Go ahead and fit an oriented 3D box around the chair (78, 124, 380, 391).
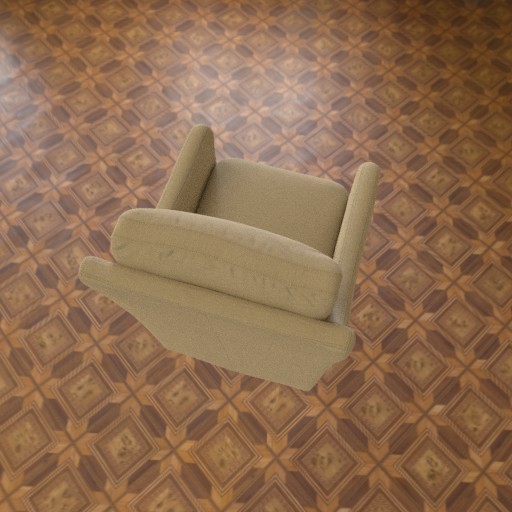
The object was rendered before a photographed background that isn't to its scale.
[{"bbox_3d":[0.000,0.000,1.384,0.626,0.914,0.694,15,64,7],"label":"chair"}]
